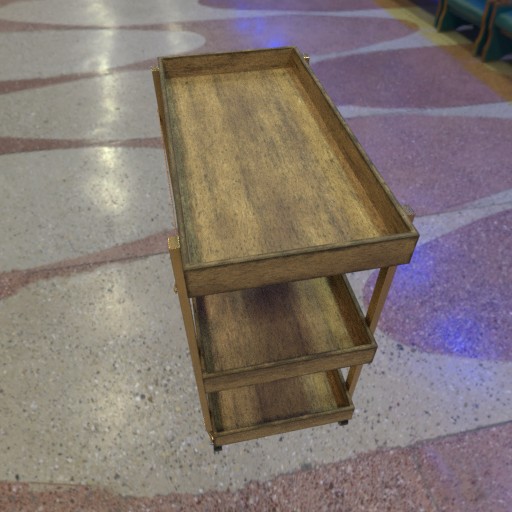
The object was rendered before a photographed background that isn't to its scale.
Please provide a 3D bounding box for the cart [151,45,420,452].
[{"bbox_3d":[0.000,0.000,1.209,0.416,0.799,0.750,-8,47,-8],"label":"cart"}]
